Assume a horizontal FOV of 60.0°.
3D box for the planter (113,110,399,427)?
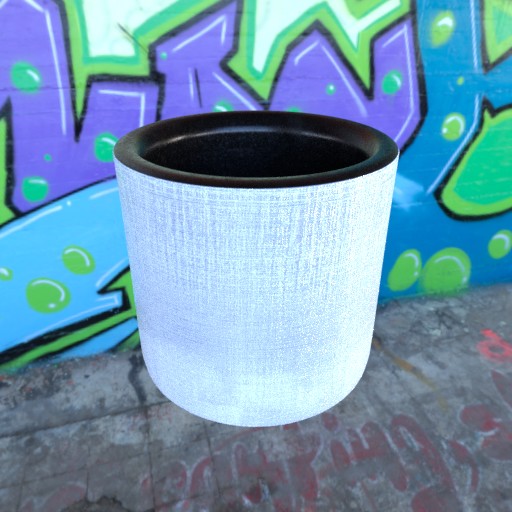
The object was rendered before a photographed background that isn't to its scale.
[{"bbox_3d":[0.000,0.000,0.289,0.160,0.156,0.160,0,29,0],"label":"planter"}]
